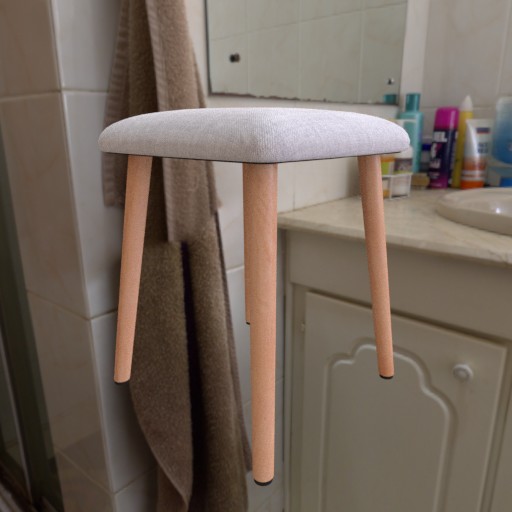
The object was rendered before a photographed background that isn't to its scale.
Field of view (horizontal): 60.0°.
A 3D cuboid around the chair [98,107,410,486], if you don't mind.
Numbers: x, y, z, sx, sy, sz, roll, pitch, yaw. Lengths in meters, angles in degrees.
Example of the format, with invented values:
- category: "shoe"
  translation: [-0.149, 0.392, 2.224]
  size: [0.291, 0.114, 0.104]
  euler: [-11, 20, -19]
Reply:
- category: "chair"
  translation: [0.000, 0.000, 0.697]
  size: [0.350, 0.440, 0.350]
  euler: [14, 22, 41]
